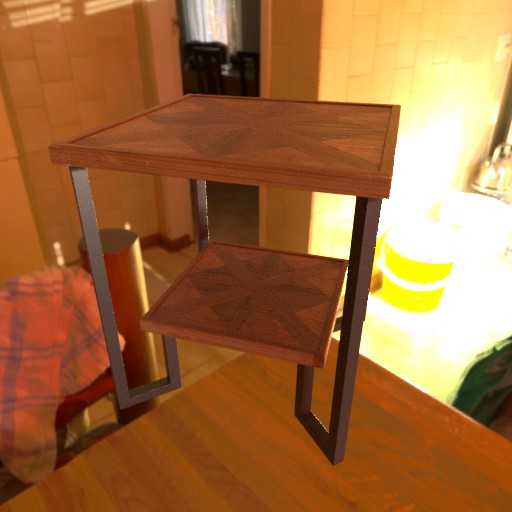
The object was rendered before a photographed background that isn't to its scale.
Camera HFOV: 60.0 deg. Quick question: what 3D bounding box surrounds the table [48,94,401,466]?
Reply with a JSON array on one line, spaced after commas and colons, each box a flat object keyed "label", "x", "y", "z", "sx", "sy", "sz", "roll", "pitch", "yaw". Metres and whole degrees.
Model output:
[{"label": "table", "x": 0.000, "y": 0.000, "z": 0.947, "sx": 0.503, "sy": 0.563, "sz": 0.503, "roll": 8, "pitch": 30, "yaw": 15}]
